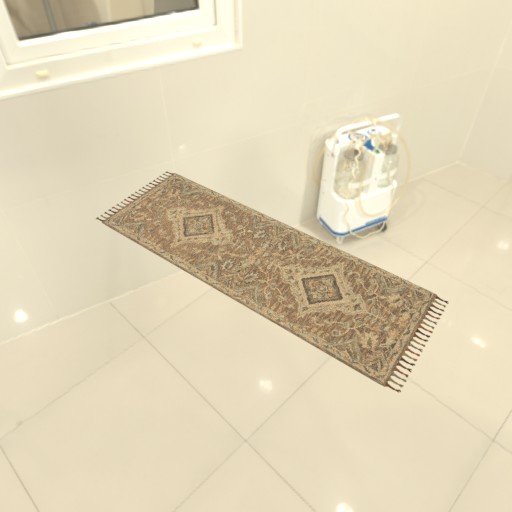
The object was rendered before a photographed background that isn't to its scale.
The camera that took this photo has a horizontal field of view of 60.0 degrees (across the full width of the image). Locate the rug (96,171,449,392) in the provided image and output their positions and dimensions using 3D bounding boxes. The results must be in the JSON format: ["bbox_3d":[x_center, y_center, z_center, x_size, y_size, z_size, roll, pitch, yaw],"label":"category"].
[{"bbox_3d":[0.000,0.000,2.864,1.324,0.018,2.378,-29,52,-26],"label":"rug"}]
